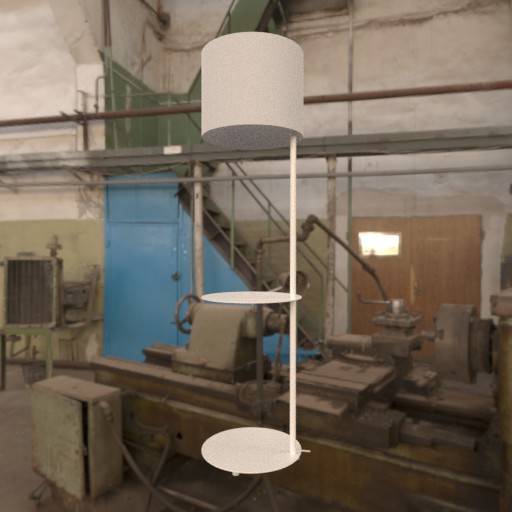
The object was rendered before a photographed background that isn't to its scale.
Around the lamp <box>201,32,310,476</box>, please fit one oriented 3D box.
[{"bbox_3d":[0.000,0.000,1.635,0.405,1.465,0.372,0,1,17],"label":"lamp"}]
